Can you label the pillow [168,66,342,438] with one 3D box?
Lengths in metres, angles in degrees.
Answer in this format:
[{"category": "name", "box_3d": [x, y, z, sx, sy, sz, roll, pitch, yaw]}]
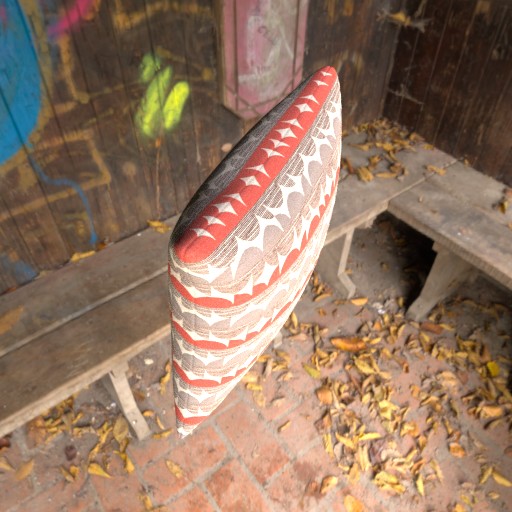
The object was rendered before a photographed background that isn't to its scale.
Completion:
[{"category": "pillow", "box_3d": [0.000, 0.000, 0.642, 0.180, 0.410, 0.420, 17, 48, 16]}]
